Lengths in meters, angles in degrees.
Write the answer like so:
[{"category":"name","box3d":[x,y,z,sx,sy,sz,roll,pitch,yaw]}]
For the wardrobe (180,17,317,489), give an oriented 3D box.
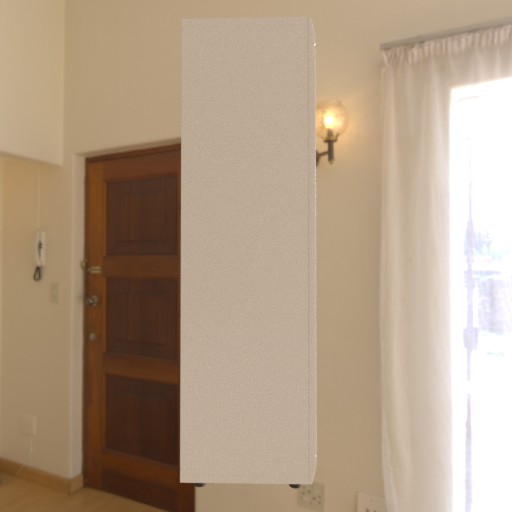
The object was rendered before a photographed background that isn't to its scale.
[{"category":"wardrobe","box3d":[0.000,0.000,1.571,0.360,1.200,0.900,0,-1,2]}]
